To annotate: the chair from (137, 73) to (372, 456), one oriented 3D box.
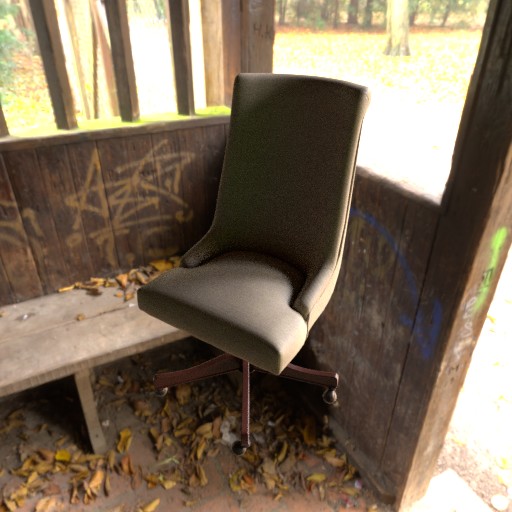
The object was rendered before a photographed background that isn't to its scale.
[{"bbox_3d":[0.000,0.000,1.428,0.645,1.010,0.696,19,36,28],"label":"chair"}]
